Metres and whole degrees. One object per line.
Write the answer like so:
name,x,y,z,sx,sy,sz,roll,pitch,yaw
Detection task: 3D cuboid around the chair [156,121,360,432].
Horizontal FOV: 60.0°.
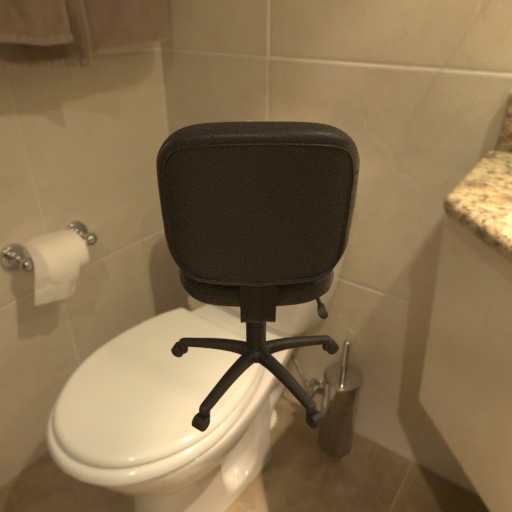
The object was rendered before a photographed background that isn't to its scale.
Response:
chair,0.000,0.000,1.418,0.647,0.959,0.646,-1,29,-1
